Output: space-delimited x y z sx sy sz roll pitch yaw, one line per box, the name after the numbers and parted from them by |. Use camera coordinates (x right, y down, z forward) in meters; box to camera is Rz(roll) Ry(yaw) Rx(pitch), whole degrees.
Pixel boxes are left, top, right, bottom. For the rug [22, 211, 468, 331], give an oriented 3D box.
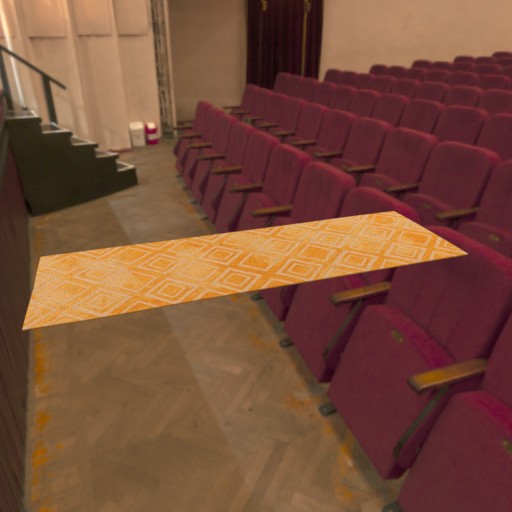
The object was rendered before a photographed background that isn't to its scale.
0.000 0.000 2.635 2.438 0.010 0.775 -8 28 -16 | rug
